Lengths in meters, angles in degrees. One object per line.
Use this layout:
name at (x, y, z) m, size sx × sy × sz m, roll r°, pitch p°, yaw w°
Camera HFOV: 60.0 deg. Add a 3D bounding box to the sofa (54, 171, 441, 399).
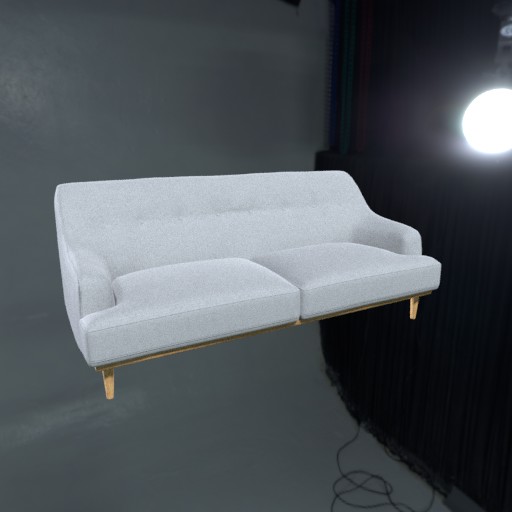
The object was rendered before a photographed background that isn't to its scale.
sofa at (0.000, 0.000, 2.580) m, size 2.057 × 0.871 × 0.978 m, roll -8°, pitch 17°, yaw -27°
